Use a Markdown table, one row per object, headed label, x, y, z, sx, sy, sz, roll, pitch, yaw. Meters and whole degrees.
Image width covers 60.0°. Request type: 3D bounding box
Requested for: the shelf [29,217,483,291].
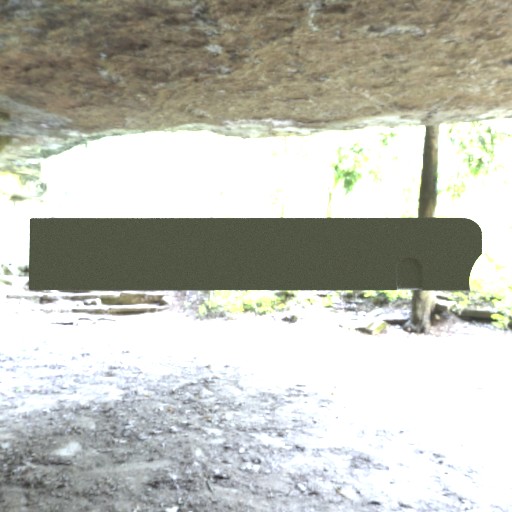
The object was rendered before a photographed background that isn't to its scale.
| label | x | y | z | sx | sy | sz | roll | pitch | yaw |
| --- | --- | --- | --- | --- | --- | --- | --- | --- | --- |
| shelf | 0.000 | 0.000 | 0.456 | 0.310 | 0.050 | 0.310 | 0 | -1 | 1 |
